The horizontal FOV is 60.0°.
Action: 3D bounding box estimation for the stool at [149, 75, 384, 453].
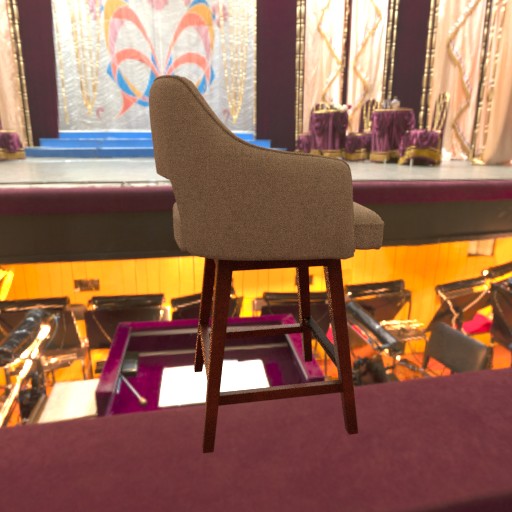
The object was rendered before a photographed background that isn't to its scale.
[{"bbox_3d":[0.000,0.000,1.293,0.558,0.944,0.599,-3,15,-10],"label":"stool"}]
